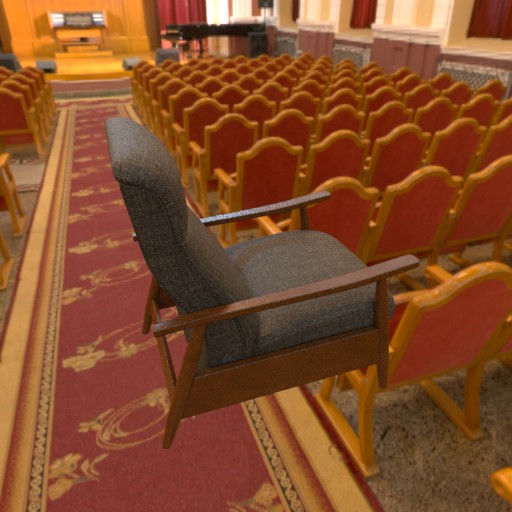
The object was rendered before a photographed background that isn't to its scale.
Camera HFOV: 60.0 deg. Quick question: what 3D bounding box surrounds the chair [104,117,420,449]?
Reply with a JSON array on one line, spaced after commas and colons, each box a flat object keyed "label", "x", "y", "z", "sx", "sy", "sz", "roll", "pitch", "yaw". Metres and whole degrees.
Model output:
[{"label": "chair", "x": 0.000, "y": 0.000, "z": 1.820, "sx": 1.014, "sy": 1.082, "sz": 0.762, "roll": -9, "pitch": 30, "yaw": -16}]
